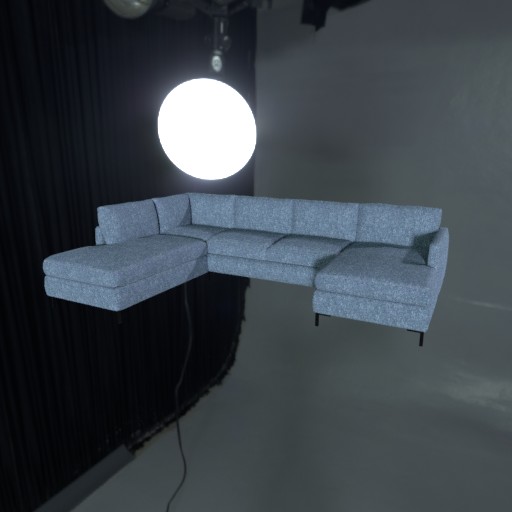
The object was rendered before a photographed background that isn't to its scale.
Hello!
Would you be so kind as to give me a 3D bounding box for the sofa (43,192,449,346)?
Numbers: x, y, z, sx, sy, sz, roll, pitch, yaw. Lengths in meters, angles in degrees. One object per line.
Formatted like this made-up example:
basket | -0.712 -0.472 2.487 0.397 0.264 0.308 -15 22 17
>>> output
sofa | 0.000 0.000 3.560 2.737 0.756 1.879 7 16 27
